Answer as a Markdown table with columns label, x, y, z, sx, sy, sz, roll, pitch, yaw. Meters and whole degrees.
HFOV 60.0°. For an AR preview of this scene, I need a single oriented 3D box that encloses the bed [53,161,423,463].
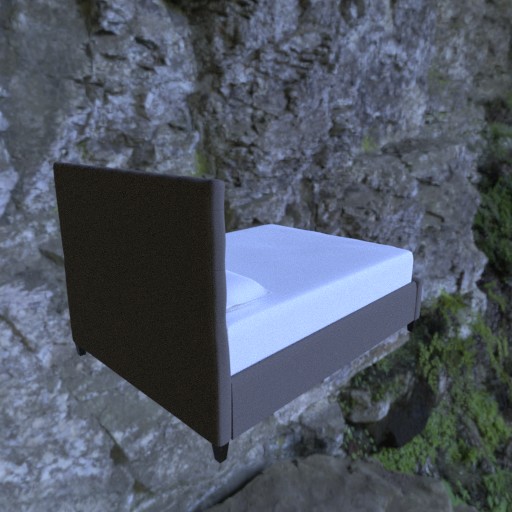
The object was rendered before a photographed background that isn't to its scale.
| label | x | y | z | sx | sy | sz | roll | pitch | yaw |
| --- | --- | --- | --- | --- | --- | --- | --- | --- | --- |
| bed | 0.000 | 0.000 | 3.350 | 1.696 | 1.426 | 2.233 | 15 | 22 | 42 |
